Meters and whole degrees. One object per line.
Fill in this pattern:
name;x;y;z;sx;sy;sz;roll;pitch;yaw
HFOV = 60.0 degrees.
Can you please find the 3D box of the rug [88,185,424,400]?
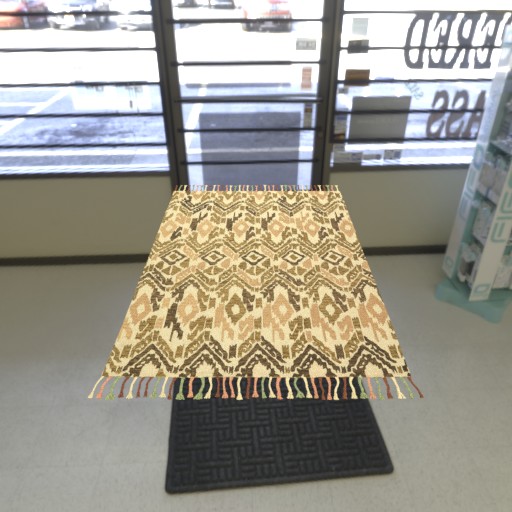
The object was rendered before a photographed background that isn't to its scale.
rug;0.000;0.000;3.028;1.524;0.008;2.438;0;32;0
